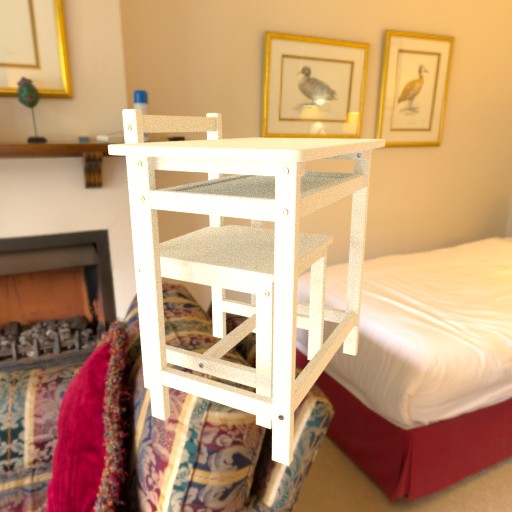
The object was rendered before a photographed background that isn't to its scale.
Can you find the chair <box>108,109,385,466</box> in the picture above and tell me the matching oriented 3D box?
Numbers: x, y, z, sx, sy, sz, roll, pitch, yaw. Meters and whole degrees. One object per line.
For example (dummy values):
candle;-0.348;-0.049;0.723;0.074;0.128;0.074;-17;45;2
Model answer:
chair;0.000;0.000;1.076;0.461;0.673;0.599;8;18;26
